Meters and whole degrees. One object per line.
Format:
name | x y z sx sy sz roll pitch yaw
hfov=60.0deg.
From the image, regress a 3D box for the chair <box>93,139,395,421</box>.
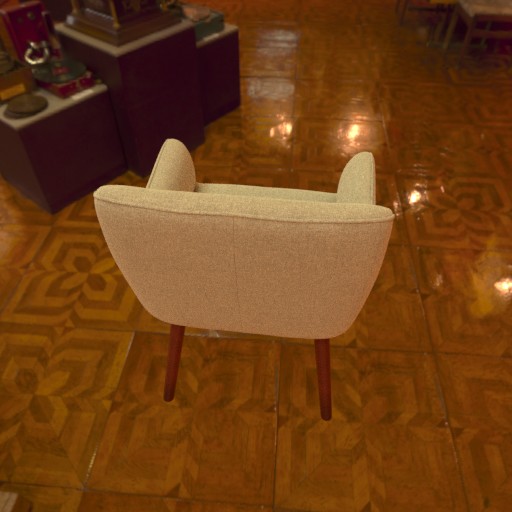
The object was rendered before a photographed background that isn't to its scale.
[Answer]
chair | 0.000 0.000 1.213 0.610 0.813 0.610 5 46 5
